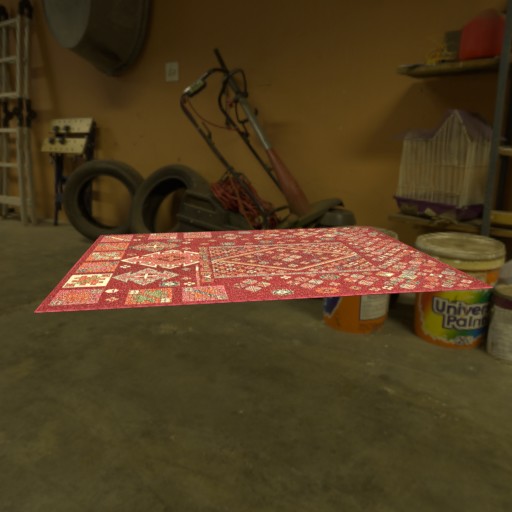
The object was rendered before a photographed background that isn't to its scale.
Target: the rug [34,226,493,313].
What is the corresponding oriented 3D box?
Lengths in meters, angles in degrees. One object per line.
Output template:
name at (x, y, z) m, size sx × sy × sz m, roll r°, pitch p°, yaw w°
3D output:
rug at (0.000, 0.000, 2.827) m, size 2.184 × 0.007 × 1.579 m, roll -2°, pitch 15°, yaw -8°
